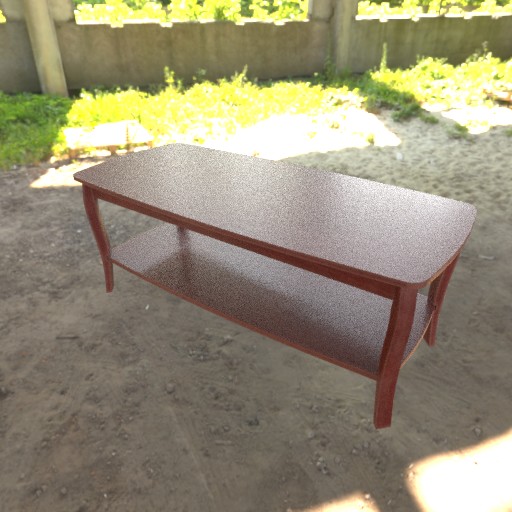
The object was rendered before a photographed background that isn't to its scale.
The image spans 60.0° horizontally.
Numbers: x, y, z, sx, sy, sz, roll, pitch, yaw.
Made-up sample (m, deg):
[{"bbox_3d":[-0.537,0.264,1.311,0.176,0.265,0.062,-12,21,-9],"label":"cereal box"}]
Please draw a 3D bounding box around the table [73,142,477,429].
[{"bbox_3d":[0.000,0.000,1.476,1.216,0.473,0.561,19,35,30],"label":"table"}]
